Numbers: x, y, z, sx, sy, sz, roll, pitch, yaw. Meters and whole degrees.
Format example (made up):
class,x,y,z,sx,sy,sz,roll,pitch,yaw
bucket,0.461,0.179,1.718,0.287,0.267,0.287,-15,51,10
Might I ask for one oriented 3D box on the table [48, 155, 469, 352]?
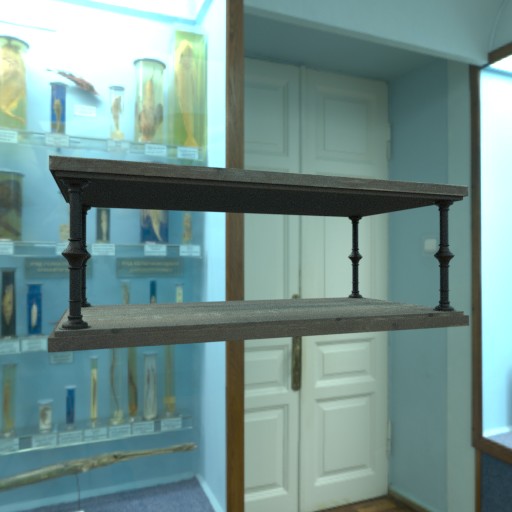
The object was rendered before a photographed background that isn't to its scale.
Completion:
class,x,y,z,sx,sy,sz,roll,pitch,yaw
table,0.000,0.000,1.338,1.088,0.399,0.554,0,-1,-20
